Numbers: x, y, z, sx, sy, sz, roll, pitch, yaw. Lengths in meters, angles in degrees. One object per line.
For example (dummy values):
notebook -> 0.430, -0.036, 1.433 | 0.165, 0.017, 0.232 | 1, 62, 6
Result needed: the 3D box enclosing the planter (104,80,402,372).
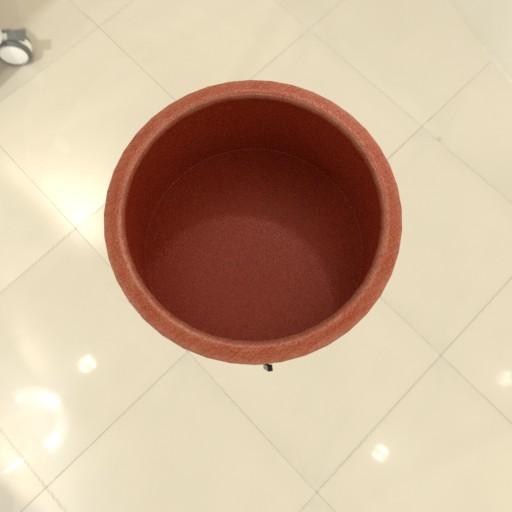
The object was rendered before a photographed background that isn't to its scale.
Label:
planter -> 0.000, 0.000, 0.730 | 0.354, 0.465, 0.345 | -36, 79, -8
